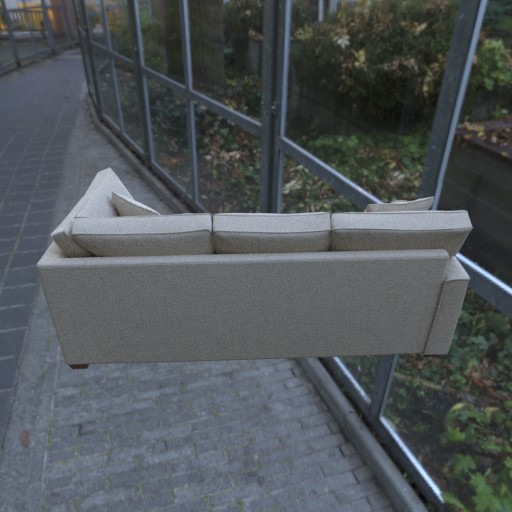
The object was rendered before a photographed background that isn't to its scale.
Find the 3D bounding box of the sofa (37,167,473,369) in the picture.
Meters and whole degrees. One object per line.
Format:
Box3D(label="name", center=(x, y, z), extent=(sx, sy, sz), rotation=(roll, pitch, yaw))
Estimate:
Box3D(label="sofa", center=(0.000, 0.000, 2.888), extent=(2.317, 0.962, 1.061), rotation=(-1, 31, -2))
